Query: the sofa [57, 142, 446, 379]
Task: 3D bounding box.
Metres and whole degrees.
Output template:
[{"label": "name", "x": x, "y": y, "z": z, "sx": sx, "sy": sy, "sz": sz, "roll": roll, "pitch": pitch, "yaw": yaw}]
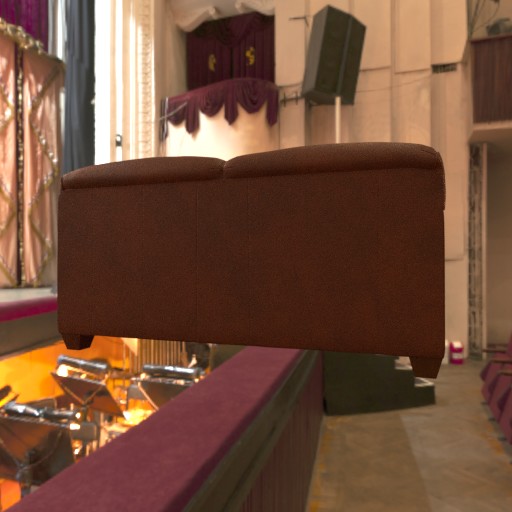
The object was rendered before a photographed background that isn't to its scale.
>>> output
[{"label": "sofa", "x": 0.000, "y": 0.000, "z": 2.425, "sx": 1.856, "sy": 0.966, "sz": 1.000, "roll": 0, "pitch": -1, "yaw": 19}]
